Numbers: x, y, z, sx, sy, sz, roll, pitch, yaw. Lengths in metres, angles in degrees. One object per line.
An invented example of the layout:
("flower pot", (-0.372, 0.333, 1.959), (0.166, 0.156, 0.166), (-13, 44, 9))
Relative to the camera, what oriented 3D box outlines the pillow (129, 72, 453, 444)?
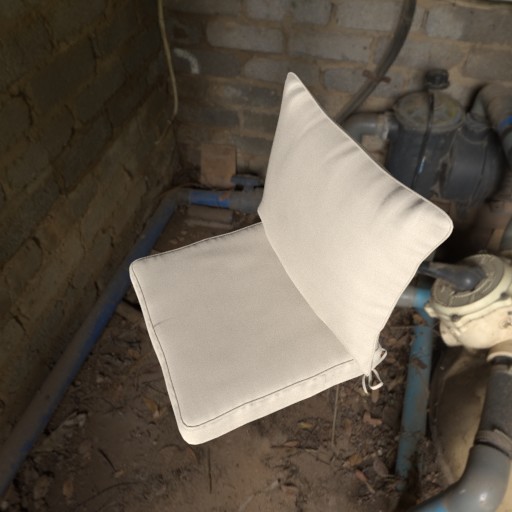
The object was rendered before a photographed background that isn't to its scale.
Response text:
("pillow", (0.000, 0.000, 1.333), (0.733, 0.716, 0.798), (-18, 50, -16))
